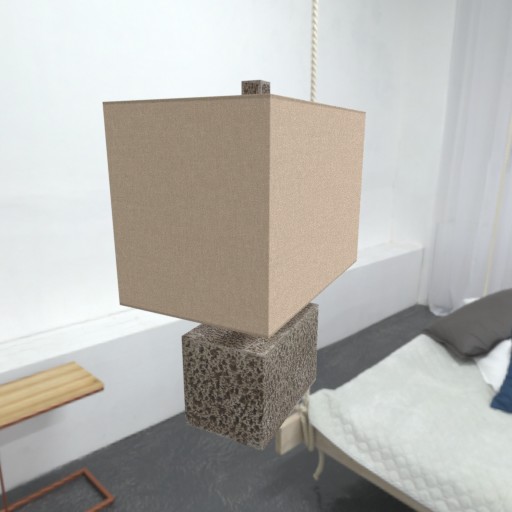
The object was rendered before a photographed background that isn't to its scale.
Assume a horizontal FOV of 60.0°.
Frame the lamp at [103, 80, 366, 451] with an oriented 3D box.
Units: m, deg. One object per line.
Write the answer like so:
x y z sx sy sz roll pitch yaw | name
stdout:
0.000 0.000 0.557 0.180 0.411 0.294 8 17 27 | lamp
